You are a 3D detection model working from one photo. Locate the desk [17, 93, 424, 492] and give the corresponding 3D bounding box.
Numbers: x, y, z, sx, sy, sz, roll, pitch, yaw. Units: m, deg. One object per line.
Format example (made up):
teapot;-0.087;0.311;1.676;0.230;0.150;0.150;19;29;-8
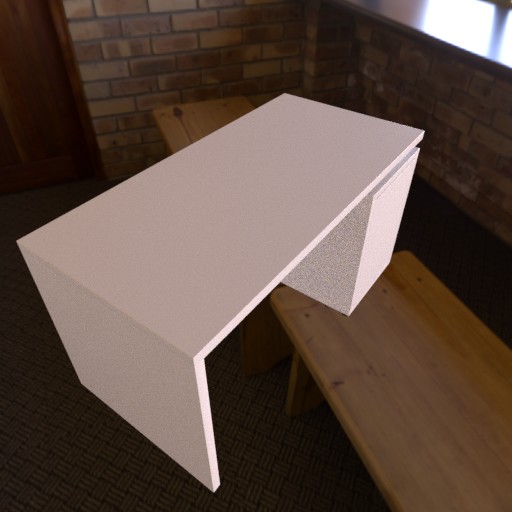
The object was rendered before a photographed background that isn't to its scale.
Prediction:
desk;0.000;0.000;1.794;0.690;0.740;1.400;26;47;27
